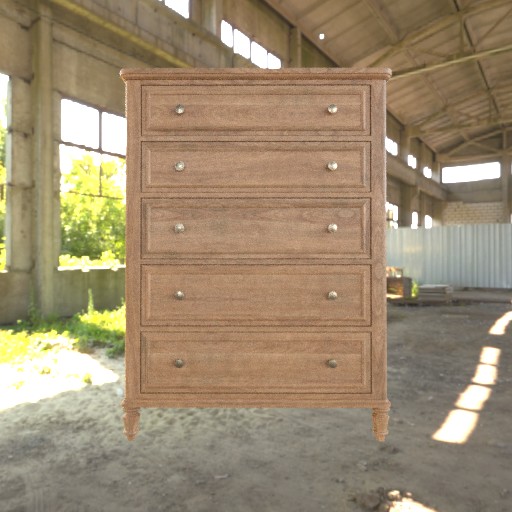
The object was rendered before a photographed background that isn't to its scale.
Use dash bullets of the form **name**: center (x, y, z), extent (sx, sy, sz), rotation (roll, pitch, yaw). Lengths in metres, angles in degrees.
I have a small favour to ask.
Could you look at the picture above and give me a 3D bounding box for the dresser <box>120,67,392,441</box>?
- **dresser**: center (0.000, 0.000, 1.793), extent (0.973, 1.318, 0.484), rotation (0, 0, 0)
